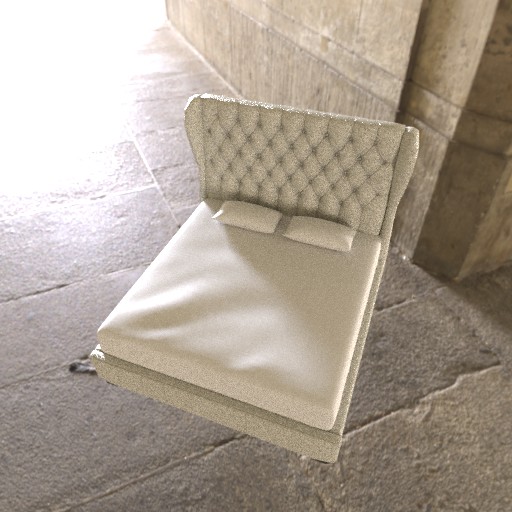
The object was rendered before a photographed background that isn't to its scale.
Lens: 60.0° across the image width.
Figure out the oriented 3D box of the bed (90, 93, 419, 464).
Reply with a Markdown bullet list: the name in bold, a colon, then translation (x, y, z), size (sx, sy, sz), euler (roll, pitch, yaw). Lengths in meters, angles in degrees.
- **bed**: translation (0.000, 0.000, 3.887), size (2.219, 1.771, 2.347), euler (14, 44, 16)
